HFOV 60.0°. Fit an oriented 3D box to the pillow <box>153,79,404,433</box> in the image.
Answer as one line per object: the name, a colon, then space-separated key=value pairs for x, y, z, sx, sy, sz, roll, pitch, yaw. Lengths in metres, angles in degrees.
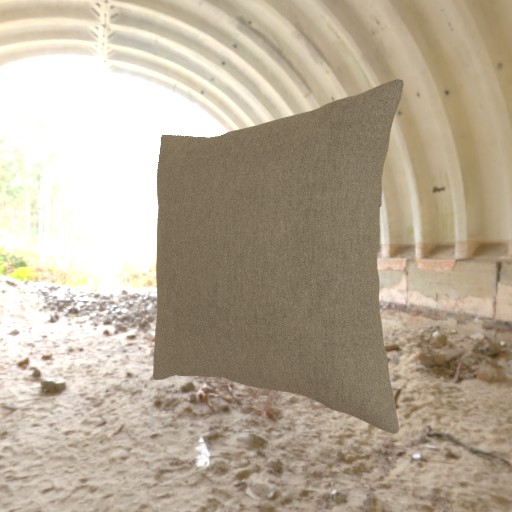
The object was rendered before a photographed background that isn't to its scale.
pillow: x=0.000 y=0.000 z=0.663 sx=0.433 sy=0.436 sz=0.173 roll=0 pitch=0 yaw=36
